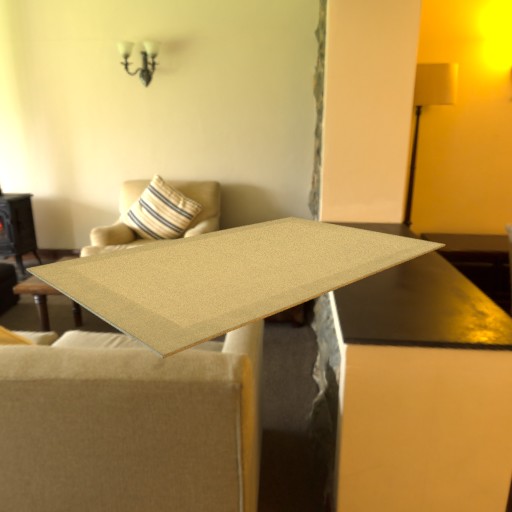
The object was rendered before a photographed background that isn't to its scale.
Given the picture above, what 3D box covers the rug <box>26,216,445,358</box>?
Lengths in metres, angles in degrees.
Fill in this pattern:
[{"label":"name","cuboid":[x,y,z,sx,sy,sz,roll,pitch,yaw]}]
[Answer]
[{"label":"rug","cuboid":[0.000,0.000,2.995,2.438,0.014,1.524,-15,21,-42]}]
